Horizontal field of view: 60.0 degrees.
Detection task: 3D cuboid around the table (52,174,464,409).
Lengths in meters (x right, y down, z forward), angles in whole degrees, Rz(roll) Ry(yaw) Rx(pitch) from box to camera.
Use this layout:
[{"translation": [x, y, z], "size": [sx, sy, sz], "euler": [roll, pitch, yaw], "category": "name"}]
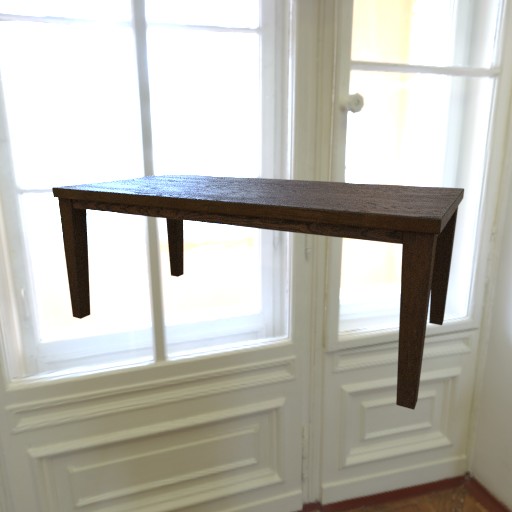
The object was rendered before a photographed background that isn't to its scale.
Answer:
[{"translation": [0.000, 0.000, 2.489], "size": [1.981, 0.762, 1.016], "euler": [8, 17, 27], "category": "table"}]
